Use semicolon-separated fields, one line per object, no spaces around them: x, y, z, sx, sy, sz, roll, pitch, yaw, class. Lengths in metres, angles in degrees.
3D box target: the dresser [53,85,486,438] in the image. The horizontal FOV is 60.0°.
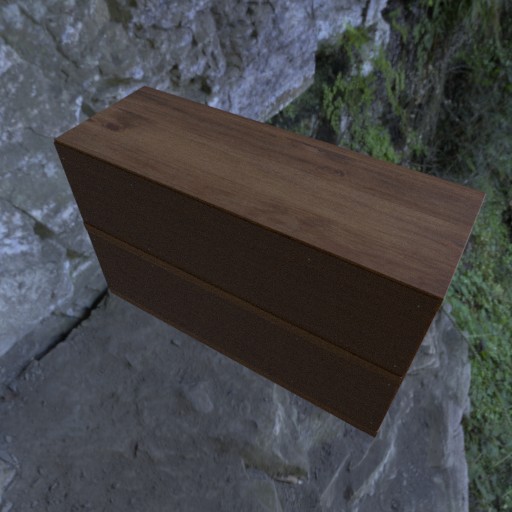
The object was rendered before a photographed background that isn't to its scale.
0.000;0.000;1.645;1.261;0.825;0.479;24;51;21;dresser
